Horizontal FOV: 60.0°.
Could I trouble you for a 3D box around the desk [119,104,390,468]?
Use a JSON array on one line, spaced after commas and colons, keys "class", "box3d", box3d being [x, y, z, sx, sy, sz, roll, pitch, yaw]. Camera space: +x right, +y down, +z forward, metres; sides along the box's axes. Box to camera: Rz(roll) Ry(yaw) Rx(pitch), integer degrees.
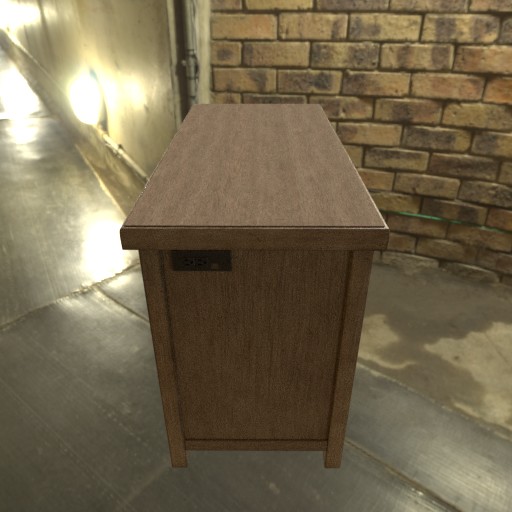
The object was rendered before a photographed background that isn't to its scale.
[{"class": "desk", "box3d": [0.000, 0.000, 1.775, 0.610, 0.912, 1.289, 0, 31, 0]}]
